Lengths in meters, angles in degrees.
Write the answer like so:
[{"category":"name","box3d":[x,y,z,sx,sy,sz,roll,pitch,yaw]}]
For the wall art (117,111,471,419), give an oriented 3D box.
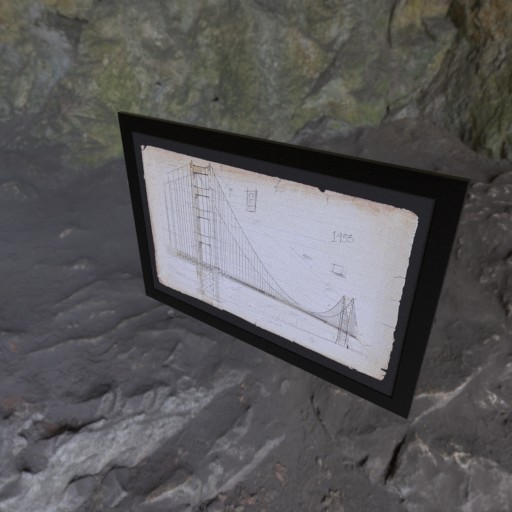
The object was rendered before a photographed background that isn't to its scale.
[{"category":"wall art","box3d":[0.000,0.000,0.838,0.660,0.447,0.013,19,36,29]}]
